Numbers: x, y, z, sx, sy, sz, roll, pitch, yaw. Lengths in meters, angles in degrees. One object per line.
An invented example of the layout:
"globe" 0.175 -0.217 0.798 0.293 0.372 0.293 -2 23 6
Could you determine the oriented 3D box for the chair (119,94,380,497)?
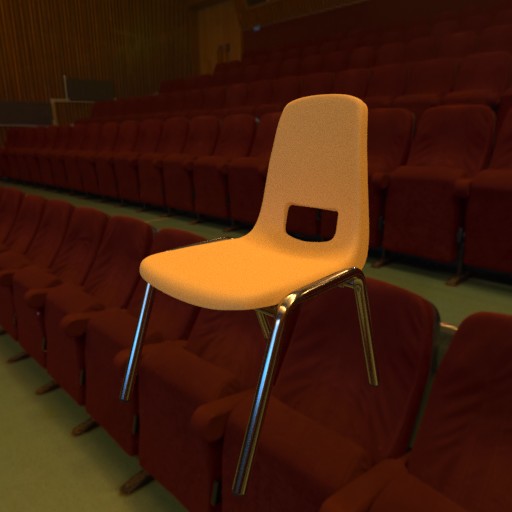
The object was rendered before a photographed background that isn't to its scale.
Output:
"chair" 0.000 0.000 0.824 0.354 0.586 0.423 15 22 43
